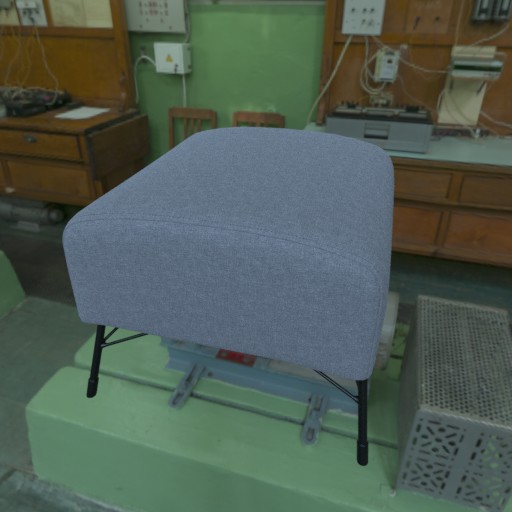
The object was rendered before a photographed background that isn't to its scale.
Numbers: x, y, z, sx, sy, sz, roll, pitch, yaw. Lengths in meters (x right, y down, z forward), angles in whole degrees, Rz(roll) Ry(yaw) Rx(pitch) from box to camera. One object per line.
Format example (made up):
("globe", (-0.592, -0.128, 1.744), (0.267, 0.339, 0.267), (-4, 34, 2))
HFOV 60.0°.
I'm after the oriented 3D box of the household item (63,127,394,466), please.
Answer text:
("household item", (0.000, 0.000, 0.898), (0.530, 0.410, 0.530), (8, 32, 14))
